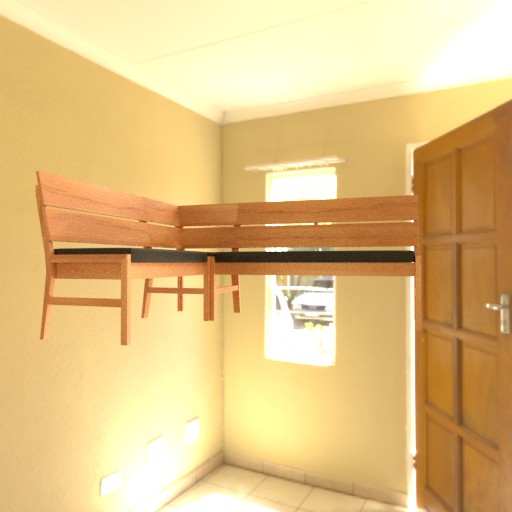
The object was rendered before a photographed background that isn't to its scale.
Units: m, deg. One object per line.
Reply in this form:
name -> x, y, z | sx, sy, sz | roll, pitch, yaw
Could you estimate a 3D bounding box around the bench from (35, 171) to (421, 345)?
bench -> 0.000, 0.000, 2.765 | 1.948, 0.890, 1.548 | 0, -1, 19
